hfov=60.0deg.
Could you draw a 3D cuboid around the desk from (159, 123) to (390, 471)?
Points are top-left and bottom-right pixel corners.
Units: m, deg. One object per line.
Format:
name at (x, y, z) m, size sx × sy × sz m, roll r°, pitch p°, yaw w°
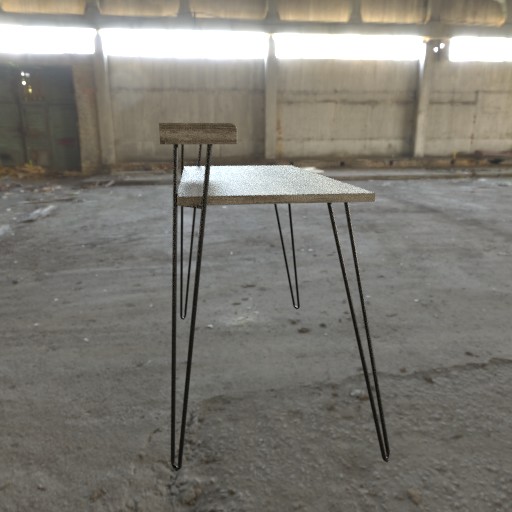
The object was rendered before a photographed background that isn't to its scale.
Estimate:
desk at (0.000, 0.000, 1.602) m, size 0.605 × 0.899 × 1.135 m, roll -2°, pitch 16°, yaw -8°
